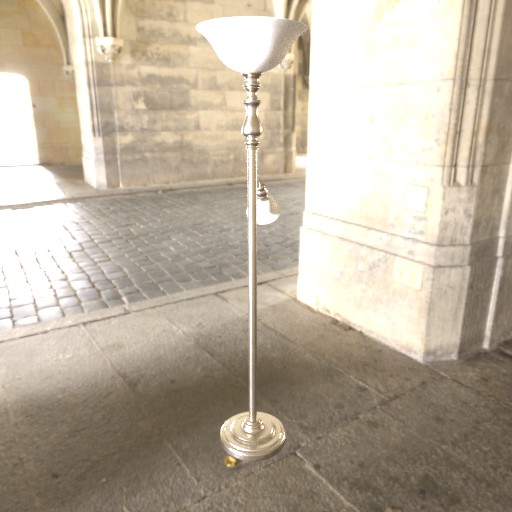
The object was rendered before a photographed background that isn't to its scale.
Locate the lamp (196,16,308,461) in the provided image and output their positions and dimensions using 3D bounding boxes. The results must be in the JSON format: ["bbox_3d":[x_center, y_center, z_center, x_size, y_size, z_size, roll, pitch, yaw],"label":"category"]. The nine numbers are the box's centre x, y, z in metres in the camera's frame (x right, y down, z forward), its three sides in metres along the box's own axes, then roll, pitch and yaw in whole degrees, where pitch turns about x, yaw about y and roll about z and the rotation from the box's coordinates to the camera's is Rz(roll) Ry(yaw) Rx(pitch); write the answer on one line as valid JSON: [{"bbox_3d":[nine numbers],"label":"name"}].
[{"bbox_3d":[0.000,0.000,1.958,0.405,1.785,0.575,3,17,9],"label":"lamp"}]
